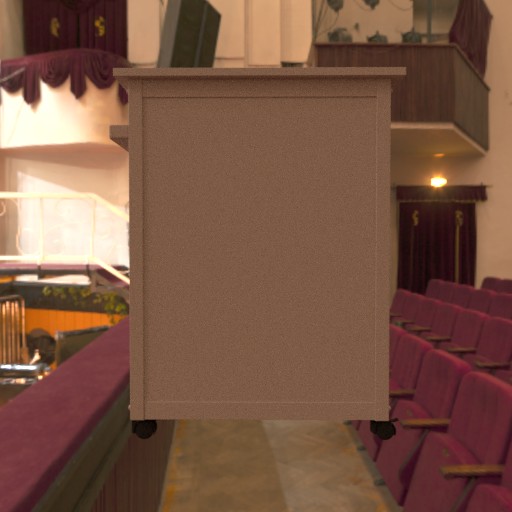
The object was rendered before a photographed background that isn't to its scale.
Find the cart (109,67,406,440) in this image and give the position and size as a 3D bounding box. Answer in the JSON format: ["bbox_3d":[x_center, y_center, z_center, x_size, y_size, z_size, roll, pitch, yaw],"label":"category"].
[{"bbox_3d":[0.000,0.000,1.235,0.683,0.864,0.442,0,1,0],"label":"cart"}]
